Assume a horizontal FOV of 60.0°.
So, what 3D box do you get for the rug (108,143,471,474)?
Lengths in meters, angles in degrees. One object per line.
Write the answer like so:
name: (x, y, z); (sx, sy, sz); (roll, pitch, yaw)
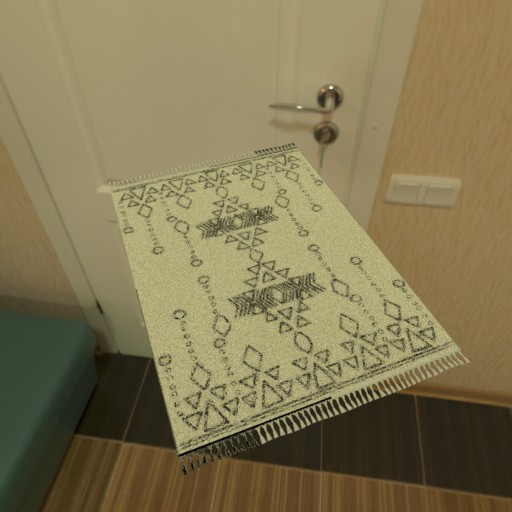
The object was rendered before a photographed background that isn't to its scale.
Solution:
rug: (0.000, 0.000, 2.942); (1.600, 0.013, 2.312); (-16, 49, -14)
